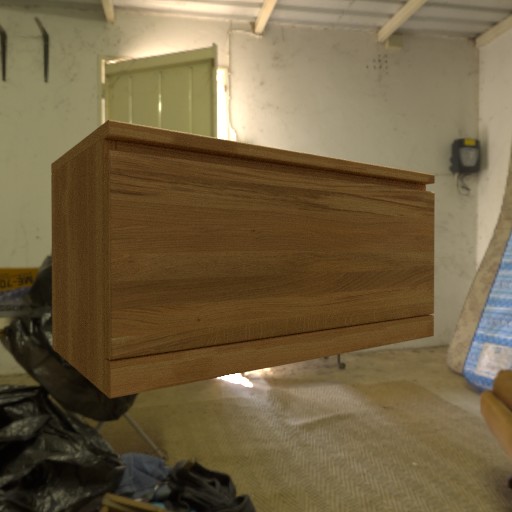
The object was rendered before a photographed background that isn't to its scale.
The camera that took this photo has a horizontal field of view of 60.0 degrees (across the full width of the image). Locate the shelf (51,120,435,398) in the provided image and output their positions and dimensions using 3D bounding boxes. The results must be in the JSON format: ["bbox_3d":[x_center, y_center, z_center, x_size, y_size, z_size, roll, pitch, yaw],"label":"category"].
[{"bbox_3d":[0.000,0.000,1.027,0.800,0.400,0.400,-1,1,-35],"label":"shelf"}]
